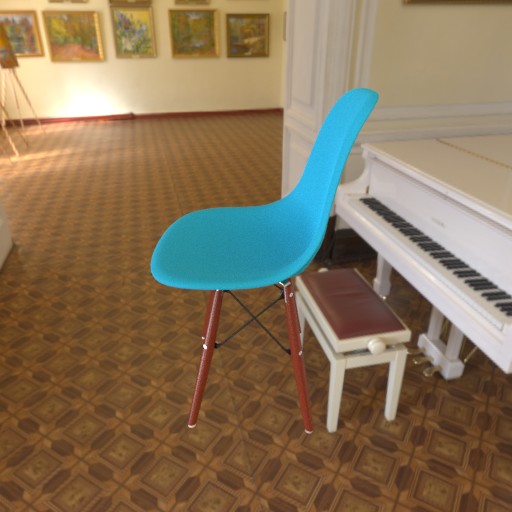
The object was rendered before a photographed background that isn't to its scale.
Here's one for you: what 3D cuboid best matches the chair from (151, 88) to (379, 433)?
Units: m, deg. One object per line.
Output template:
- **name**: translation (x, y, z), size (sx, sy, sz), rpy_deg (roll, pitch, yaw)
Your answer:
- **chair**: translation (0.000, 0.000, 1.175), size (0.533, 0.826, 0.470), rpy_deg (-1, 27, -1)
